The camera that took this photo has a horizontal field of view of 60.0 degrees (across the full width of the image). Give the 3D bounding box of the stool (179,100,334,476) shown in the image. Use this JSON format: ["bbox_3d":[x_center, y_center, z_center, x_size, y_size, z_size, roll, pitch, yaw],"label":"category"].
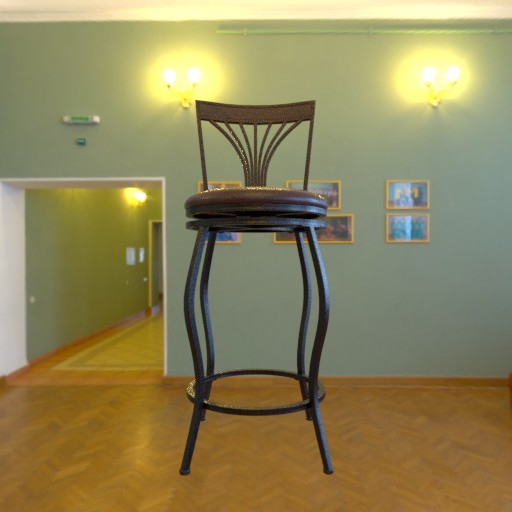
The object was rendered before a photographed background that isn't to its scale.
[{"bbox_3d":[0.000,0.000,1.371,0.433,1.117,0.514,0,0,0],"label":"stool"}]
